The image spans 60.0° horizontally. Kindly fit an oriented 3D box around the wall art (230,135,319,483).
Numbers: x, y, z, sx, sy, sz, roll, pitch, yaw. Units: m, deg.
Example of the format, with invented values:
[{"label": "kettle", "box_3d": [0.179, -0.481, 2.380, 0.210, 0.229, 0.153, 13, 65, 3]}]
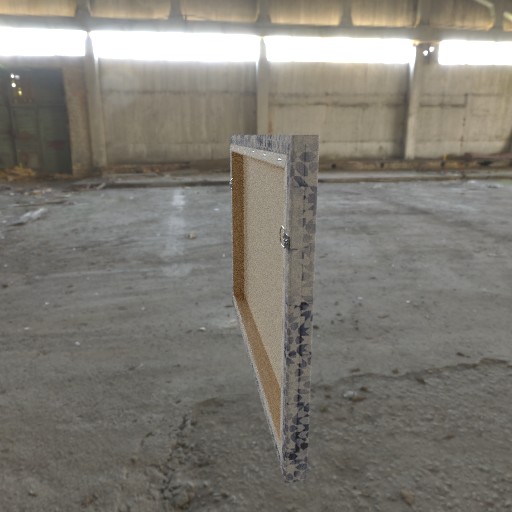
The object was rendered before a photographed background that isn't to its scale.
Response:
[{"label": "wall art", "box_3d": [0.000, 0.000, 0.771, 0.030, 0.406, 0.608, -2, 15, -9]}]
